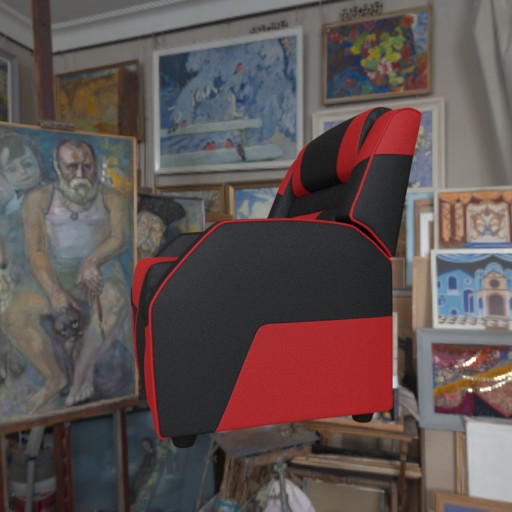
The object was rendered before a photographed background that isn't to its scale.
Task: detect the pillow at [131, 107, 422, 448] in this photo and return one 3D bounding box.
[{"bbox_3d":[0.000,0.000,1.274,0.672,0.805,0.620,0,0,-19],"label":"pillow"}]
